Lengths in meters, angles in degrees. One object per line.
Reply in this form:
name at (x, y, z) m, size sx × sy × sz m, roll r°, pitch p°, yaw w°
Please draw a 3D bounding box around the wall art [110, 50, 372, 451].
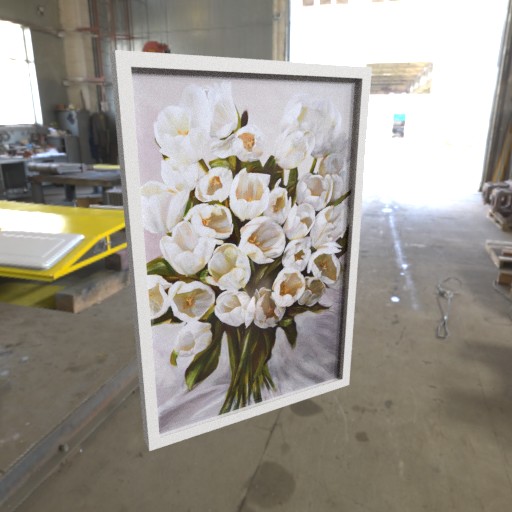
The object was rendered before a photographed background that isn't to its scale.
wall art at (0.000, 0.000, 0.528) m, size 0.293 × 0.428 × 0.025 m, roll -9°, pitch 19°, yaw -26°
